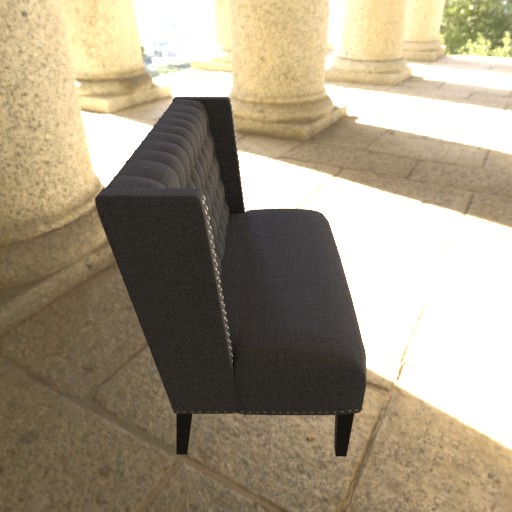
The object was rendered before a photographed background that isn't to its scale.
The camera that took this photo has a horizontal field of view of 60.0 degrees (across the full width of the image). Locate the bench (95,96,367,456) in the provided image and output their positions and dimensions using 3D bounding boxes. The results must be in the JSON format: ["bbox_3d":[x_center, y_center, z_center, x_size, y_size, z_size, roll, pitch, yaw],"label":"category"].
[{"bbox_3d":[0.000,0.000,1.990,0.842,1.121,1.276,0,31,1],"label":"bench"}]
